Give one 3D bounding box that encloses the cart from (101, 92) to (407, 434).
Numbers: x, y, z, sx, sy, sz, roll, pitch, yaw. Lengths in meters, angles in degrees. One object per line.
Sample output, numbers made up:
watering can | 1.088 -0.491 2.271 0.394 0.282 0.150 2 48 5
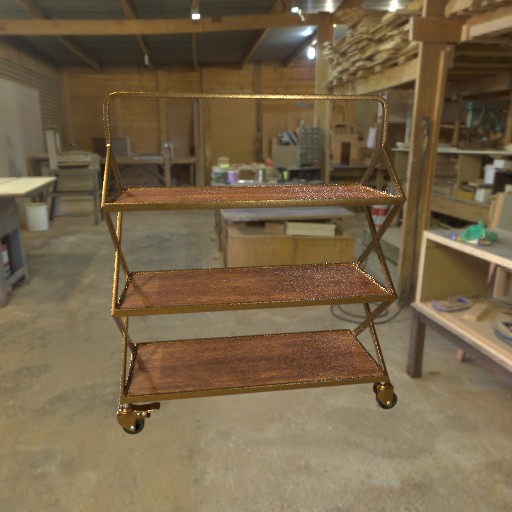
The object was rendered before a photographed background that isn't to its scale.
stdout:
cart | 0.000 0.000 1.168 0.723 0.805 0.313 -2 16 -8
